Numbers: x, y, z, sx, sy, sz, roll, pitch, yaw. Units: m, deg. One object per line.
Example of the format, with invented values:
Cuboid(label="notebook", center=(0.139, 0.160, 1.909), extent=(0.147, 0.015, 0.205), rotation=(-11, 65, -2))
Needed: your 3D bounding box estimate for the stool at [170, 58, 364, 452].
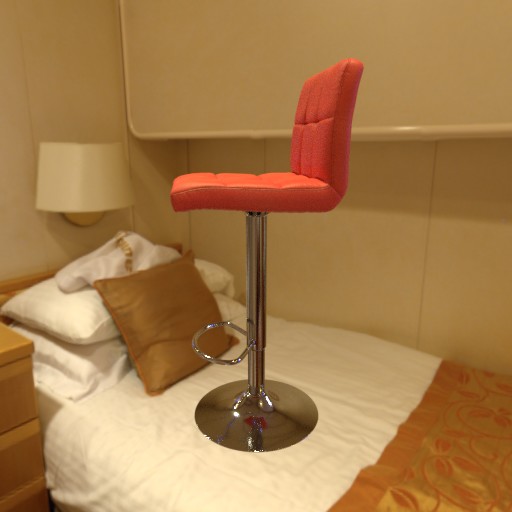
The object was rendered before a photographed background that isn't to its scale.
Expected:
Cuboid(label="stool", center=(0.000, 0.000, 1.398), extent=(0.505, 1.115, 0.430), rotation=(-2, 14, -9))
